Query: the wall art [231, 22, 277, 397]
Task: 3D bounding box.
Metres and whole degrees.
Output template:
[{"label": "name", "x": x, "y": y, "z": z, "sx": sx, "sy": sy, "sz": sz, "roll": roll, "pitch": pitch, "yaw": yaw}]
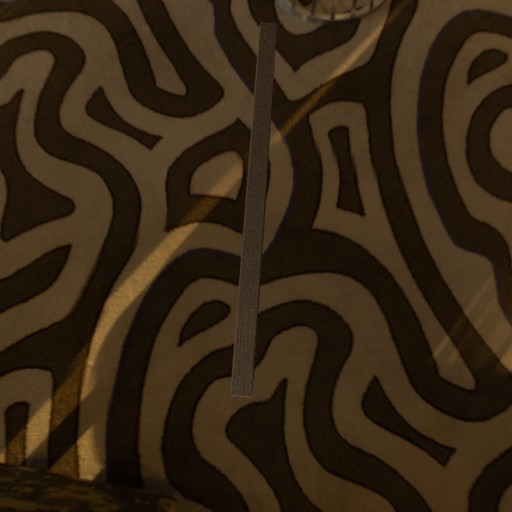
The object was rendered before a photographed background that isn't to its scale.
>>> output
[{"label": "wall art", "x": 0.000, "y": 0.000, "z": 0.651, "sx": 0.017, "sy": 0.513, "sz": 0.359, "roll": 4, "pitch": 77, "yaw": 1}]
